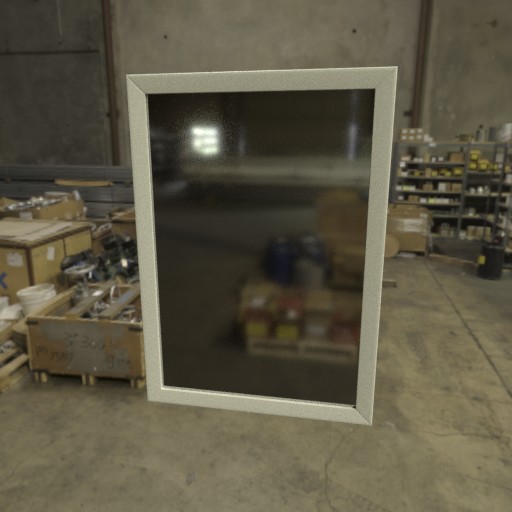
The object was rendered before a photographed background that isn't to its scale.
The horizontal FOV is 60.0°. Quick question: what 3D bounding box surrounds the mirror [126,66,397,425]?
[{"bbox_3d":[0.000,0.000,0.919,0.507,0.710,0.040,3,14,10],"label":"mirror"}]
